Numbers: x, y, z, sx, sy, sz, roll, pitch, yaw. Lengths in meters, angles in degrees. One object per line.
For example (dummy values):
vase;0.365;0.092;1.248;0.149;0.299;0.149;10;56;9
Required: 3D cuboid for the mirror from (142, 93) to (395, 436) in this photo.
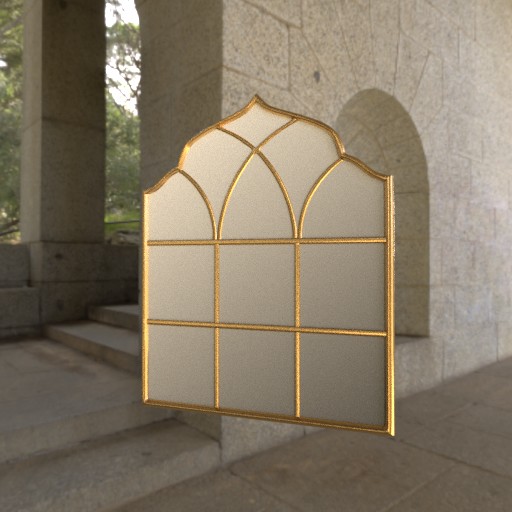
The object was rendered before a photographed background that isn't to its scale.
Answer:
mirror;0.000;0.000;0.862;0.513;0.635;0.018;0;-1;19
